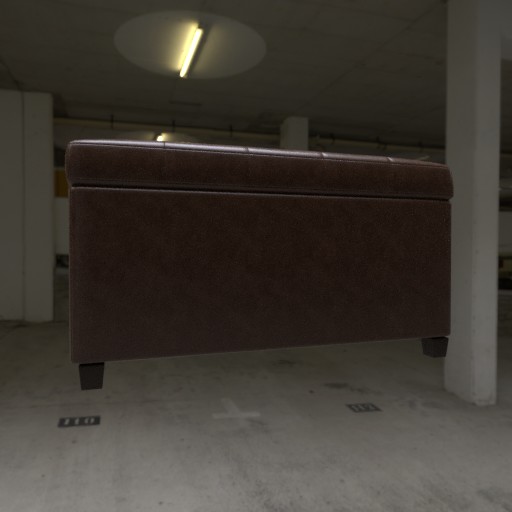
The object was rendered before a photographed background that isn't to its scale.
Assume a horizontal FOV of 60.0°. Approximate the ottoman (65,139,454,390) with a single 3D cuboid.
[{"bbox_3d":[0.000,0.000,1.103,0.838,0.470,0.432,0,1,-18],"label":"ottoman"}]
